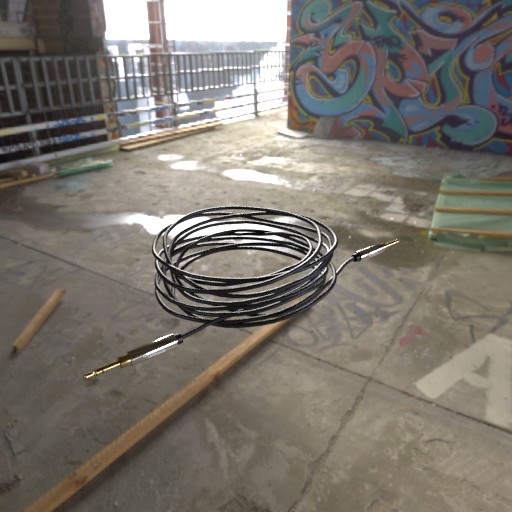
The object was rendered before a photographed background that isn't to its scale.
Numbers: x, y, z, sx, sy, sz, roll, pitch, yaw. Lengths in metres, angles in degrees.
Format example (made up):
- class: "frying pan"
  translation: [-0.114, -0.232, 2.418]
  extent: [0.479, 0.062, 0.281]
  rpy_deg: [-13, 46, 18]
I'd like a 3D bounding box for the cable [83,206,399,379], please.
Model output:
- class: "cable"
  translation: [0.000, 0.000, 0.504]
  extent: [0.432, 0.069, 0.198]
  rpy_deg: [-18, 31, -33]
